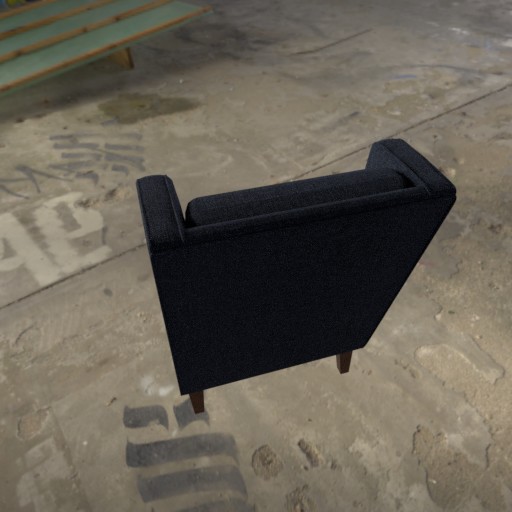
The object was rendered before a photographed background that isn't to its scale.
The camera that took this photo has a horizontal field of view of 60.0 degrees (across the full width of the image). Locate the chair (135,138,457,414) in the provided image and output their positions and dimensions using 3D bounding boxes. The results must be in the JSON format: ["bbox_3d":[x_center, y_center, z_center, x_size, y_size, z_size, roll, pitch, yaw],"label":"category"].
[{"bbox_3d":[0.000,0.000,1.684,0.764,1.072,0.947,-12,43,-12],"label":"chair"}]
